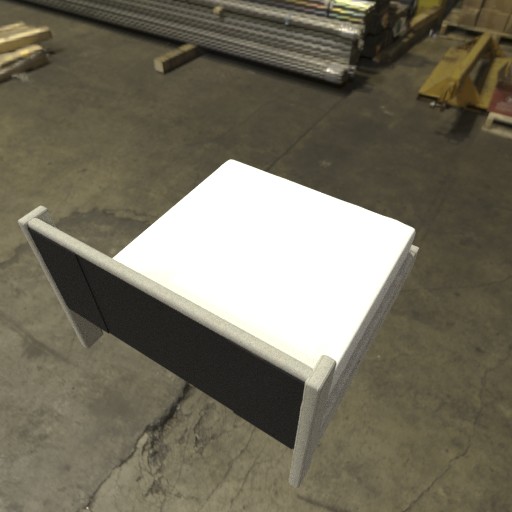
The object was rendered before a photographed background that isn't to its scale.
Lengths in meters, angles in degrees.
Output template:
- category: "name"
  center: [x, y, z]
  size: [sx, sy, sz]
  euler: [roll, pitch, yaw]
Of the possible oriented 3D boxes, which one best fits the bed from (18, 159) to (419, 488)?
- category: "bed"
  center: [0.000, 0.000, 3.586]
  size: [2.140, 1.470, 2.280]
  euler: [25, 51, 22]
